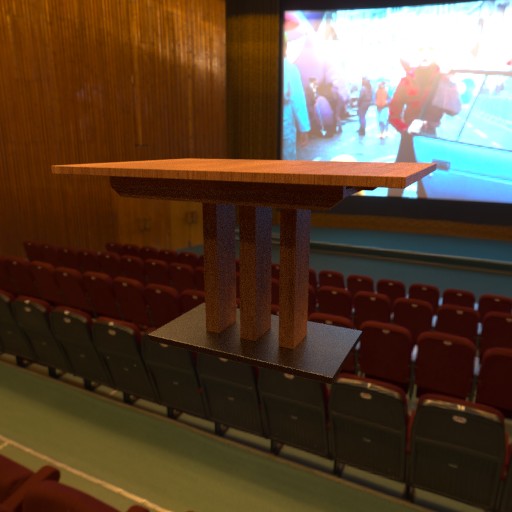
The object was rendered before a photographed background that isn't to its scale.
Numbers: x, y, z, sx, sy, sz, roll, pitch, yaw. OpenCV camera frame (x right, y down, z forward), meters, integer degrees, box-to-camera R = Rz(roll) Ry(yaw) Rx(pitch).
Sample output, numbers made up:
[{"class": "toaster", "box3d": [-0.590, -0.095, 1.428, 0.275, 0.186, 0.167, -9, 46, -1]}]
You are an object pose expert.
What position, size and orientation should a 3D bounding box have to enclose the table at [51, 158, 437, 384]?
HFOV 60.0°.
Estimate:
[{"class": "table", "box3d": [0.000, 0.000, 1.899, 1.300, 0.770, 0.900, 7, 16, 25]}]
